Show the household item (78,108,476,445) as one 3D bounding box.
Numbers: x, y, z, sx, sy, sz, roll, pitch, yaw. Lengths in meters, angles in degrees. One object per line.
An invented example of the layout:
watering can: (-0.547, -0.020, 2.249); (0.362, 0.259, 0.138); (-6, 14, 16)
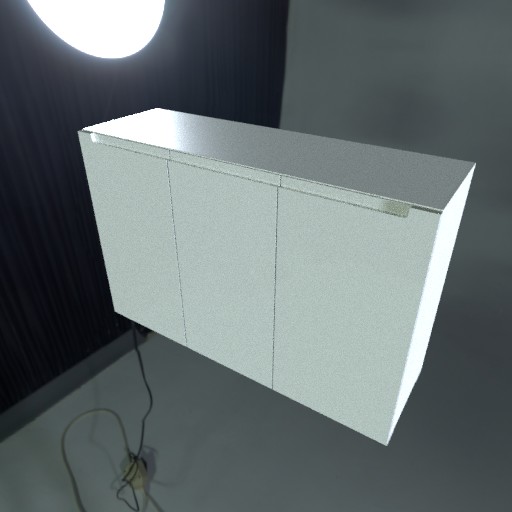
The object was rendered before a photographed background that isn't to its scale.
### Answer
household item: (0.000, 0.000, 1.705); (1.300, 0.867, 0.420); (19, 36, 28)
